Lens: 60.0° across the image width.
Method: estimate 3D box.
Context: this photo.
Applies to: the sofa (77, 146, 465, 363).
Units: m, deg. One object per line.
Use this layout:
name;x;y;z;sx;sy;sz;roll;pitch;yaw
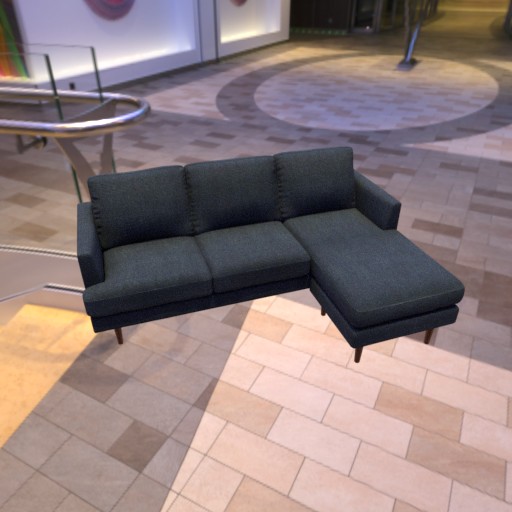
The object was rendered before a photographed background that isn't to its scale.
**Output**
sofa;0.000;0.000;2.992;2.233;0.956;1.504;-10;34;-16
